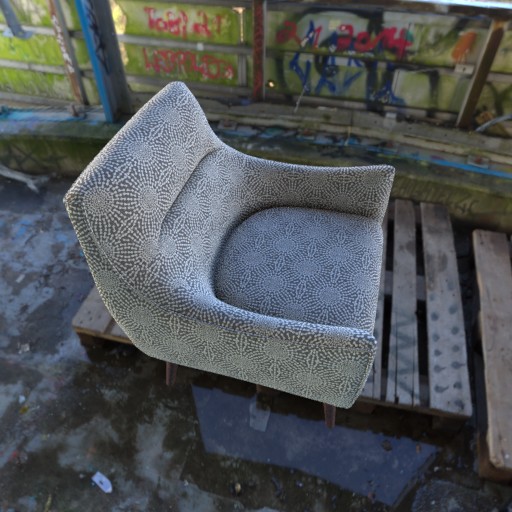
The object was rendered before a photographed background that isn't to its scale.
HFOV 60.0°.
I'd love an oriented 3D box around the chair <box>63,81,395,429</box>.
[{"bbox_3d":[0.000,0.000,1.422,0.787,0.838,0.762,11,47,11],"label":"chair"}]
